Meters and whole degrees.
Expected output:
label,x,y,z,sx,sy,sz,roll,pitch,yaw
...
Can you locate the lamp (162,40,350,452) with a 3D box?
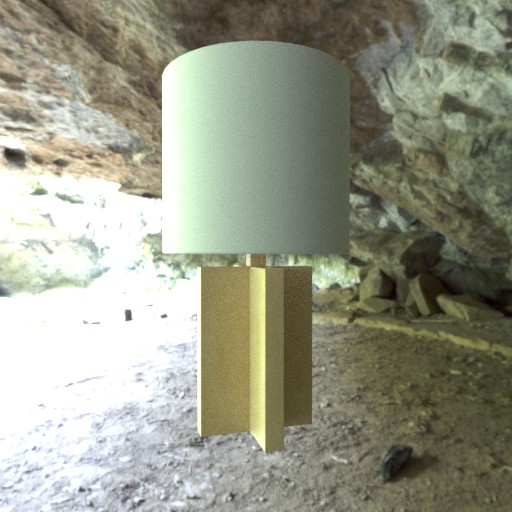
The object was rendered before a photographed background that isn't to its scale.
label,x,y,z,sx,sy,sz,roll,pitch,yaw
lamp,0.000,0.000,0.553,0.229,0.428,0.229,0,1,-17
